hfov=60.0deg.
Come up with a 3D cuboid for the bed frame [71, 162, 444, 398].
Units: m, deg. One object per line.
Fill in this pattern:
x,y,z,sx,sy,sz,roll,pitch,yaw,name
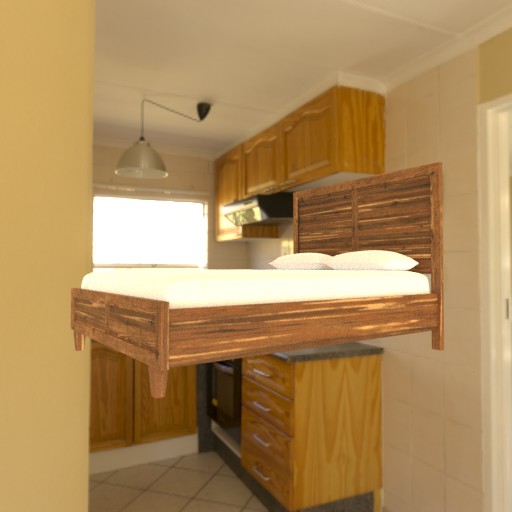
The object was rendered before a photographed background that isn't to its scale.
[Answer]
0.000,0.000,3.381,2.276,1.417,1.696,1,-2,-36,bed frame
